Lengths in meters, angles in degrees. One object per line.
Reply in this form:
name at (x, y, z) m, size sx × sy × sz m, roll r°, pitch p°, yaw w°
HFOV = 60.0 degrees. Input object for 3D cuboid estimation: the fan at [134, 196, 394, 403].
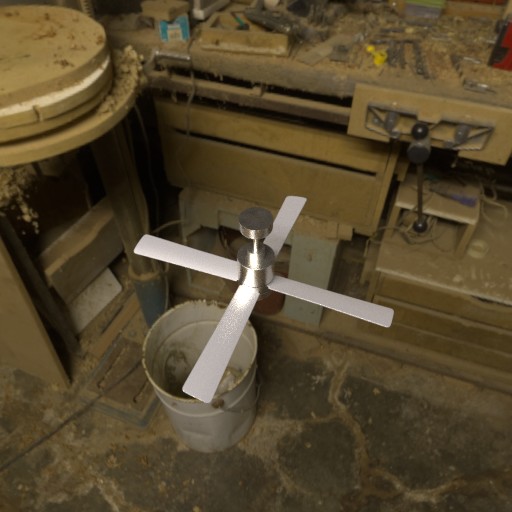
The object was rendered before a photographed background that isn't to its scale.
fan at (0.000, 0.000, 2.365) m, size 1.525 × 0.539 × 1.525 m, roll 16°, pitch 49°, yaw 15°
